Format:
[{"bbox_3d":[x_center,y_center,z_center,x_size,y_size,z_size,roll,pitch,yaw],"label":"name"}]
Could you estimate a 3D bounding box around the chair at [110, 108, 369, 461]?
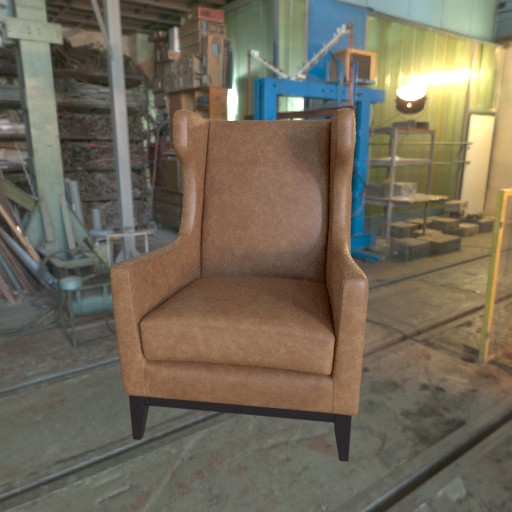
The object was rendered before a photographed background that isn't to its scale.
[{"bbox_3d":[0.000,0.000,1.678,0.766,1.079,0.899,2,14,9],"label":"chair"}]
